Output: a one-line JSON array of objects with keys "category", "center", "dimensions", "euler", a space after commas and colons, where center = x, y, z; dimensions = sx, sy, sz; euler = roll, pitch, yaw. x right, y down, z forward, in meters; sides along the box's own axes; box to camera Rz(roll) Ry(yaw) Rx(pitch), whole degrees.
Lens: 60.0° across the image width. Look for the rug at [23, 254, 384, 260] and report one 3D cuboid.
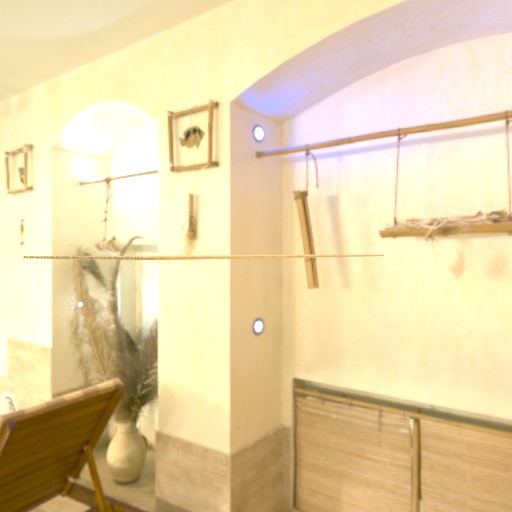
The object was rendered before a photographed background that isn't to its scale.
[{"category": "rug", "center": [0.000, 0.000, 2.813], "dimensions": [0.795, 0.015, 2.544], "euler": [0, 0, 35]}]
